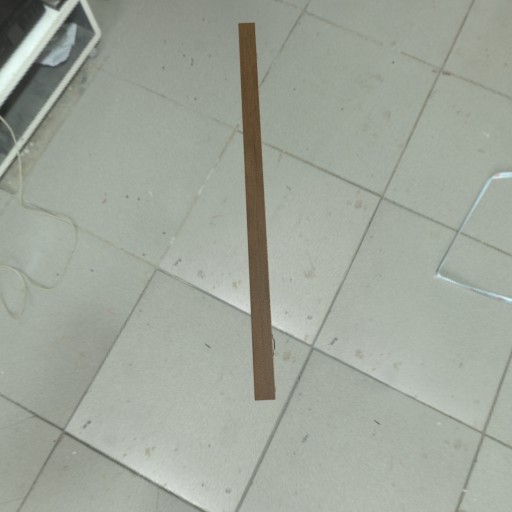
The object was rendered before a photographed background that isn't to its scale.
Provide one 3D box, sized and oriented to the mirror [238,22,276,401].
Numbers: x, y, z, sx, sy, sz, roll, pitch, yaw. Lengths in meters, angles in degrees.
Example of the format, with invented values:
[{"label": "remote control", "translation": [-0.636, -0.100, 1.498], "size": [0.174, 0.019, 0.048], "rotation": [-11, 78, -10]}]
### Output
[{"label": "mirror", "translation": [0.000, 0.000, 1.337], "size": [0.040, 1.016, 0.762], "rotation": [-3, 76, -1]}]
